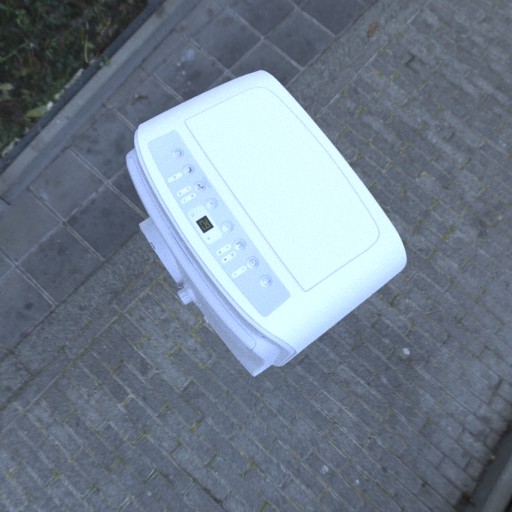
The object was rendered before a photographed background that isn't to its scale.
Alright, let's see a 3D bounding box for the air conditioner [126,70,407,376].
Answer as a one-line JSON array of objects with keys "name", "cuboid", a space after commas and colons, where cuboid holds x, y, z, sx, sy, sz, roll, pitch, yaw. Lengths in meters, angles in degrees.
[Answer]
[{"name": "air conditioner", "cuboid": [0.000, 0.000, 0.959, 0.365, 0.700, 0.454, -33, 78, -8]}]
